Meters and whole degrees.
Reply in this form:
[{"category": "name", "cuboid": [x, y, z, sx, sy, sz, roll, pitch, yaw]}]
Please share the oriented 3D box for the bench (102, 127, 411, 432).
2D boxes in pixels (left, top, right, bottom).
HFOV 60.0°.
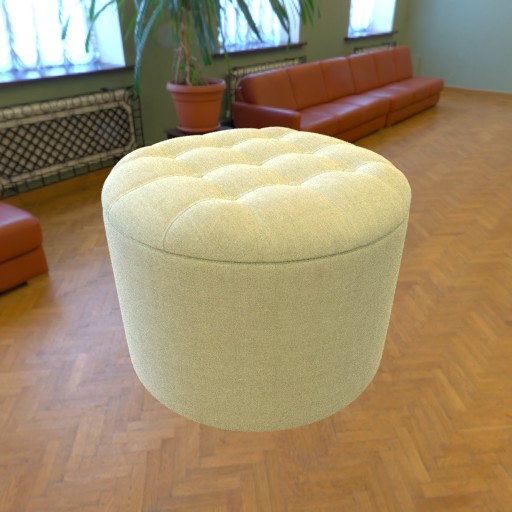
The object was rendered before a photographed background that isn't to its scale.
[{"category": "bench", "cuboid": [0.000, 0.000, 0.976, 0.600, 0.453, 0.600, 0, 30, 0]}]
